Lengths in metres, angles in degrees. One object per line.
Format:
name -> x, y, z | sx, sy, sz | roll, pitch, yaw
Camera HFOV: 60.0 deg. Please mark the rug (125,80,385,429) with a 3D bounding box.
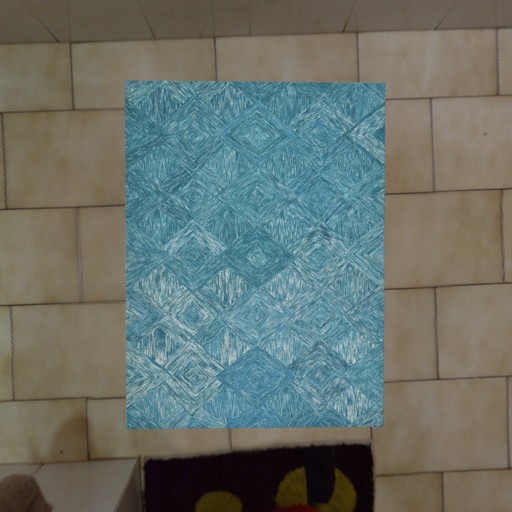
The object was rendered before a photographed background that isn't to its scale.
rug -> 0.000, 0.000, 4.121 | 2.405, 0.027, 3.217 | 0, 91, -1
